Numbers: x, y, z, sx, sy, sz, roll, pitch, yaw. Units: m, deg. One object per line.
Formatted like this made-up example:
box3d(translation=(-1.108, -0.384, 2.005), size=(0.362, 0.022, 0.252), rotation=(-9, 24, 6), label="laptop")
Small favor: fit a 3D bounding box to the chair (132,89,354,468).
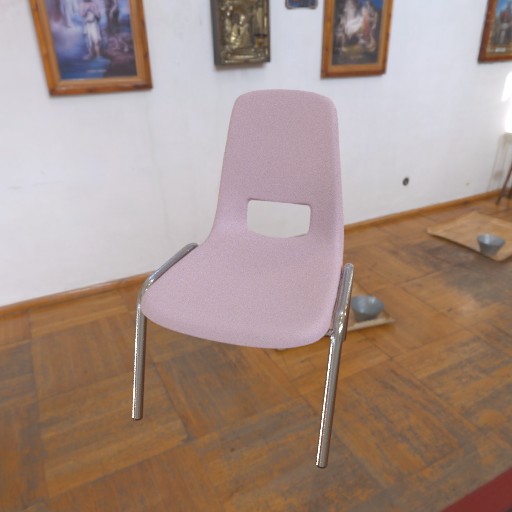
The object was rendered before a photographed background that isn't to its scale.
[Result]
box3d(translation=(0.000, 0.000, 0.802), size=(0.354, 0.536, 0.385), rotation=(8, 27, 16), label="chair")
